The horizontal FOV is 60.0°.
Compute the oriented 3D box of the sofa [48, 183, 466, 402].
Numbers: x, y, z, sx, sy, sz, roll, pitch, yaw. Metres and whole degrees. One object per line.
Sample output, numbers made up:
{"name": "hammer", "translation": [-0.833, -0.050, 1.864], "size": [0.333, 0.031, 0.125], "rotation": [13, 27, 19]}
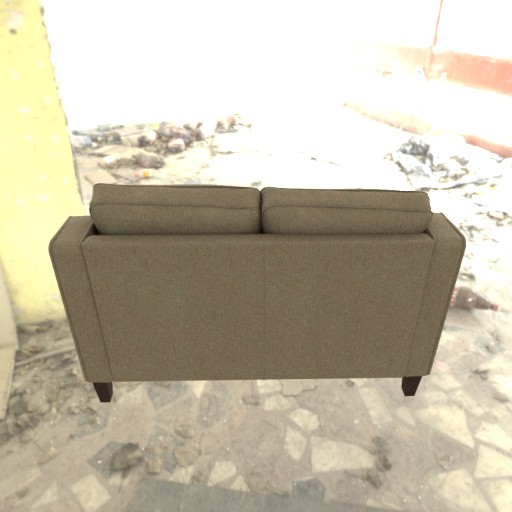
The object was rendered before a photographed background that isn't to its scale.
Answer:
{"name": "sofa", "translation": [0.000, 0.000, 2.166], "size": [1.503, 0.981, 0.985], "rotation": [-1, 30, -1]}
